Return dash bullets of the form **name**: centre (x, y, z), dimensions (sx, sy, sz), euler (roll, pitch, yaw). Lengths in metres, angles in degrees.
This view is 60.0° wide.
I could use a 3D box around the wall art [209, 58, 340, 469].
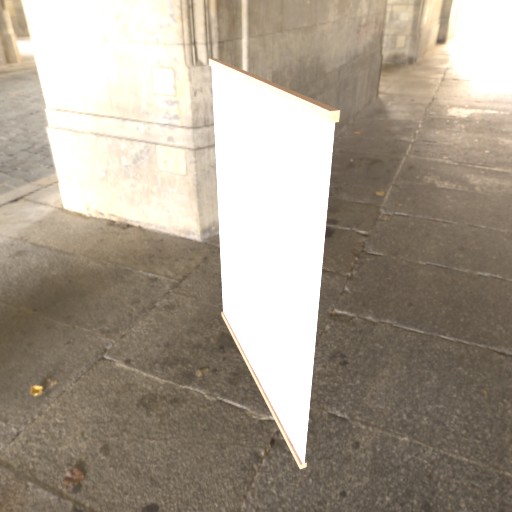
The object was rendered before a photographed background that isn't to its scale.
- **wall art**: centre (0.000, 0.000, 0.803), dimensions (0.012, 0.608, 0.459), euler (-11, 33, -18)
